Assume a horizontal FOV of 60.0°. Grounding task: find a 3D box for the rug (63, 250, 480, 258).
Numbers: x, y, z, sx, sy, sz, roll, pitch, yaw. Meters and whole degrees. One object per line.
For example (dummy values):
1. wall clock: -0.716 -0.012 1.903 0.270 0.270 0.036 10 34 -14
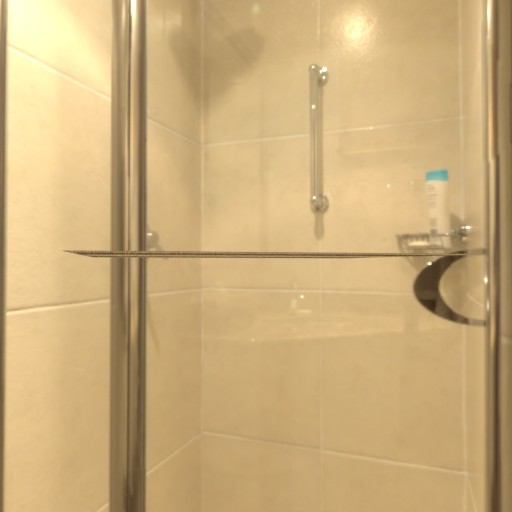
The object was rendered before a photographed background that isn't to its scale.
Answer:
1. rug: 0.000 0.000 4.128 3.037 0.004 2.453 0 -1 -16
